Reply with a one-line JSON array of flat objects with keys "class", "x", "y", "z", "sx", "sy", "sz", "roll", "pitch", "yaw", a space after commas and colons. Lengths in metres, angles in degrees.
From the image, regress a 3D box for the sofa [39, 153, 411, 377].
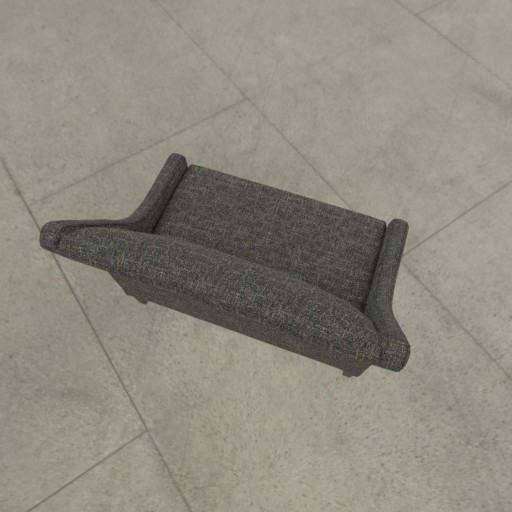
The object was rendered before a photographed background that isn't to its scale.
[{"class": "sofa", "x": 0.000, "y": 0.000, "z": 1.959, "sx": 1.242, "sy": 1.021, "sz": 0.870, "roll": 18, "pitch": 64, "yaw": 9}]
